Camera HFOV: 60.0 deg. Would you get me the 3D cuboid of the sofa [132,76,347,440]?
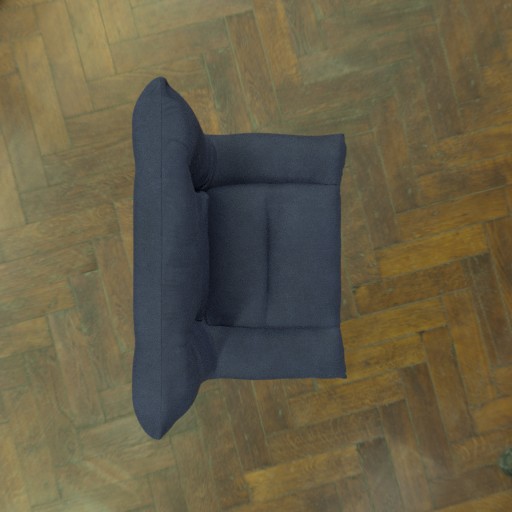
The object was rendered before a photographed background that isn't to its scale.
[{"bbox_3d":[0.000,0.000,1.725,0.849,0.778,1.122,0,90,-2],"label":"sofa"}]
